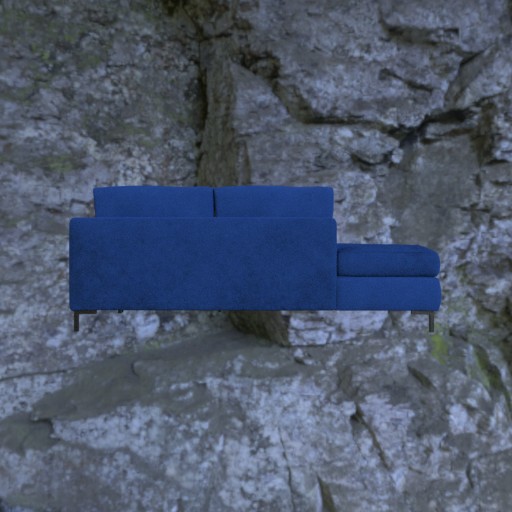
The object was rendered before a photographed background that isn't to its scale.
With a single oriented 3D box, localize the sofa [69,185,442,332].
[{"bbox_3d":[0.000,0.000,3.812,2.007,0.815,2.949,0,0,0],"label":"sofa"}]
